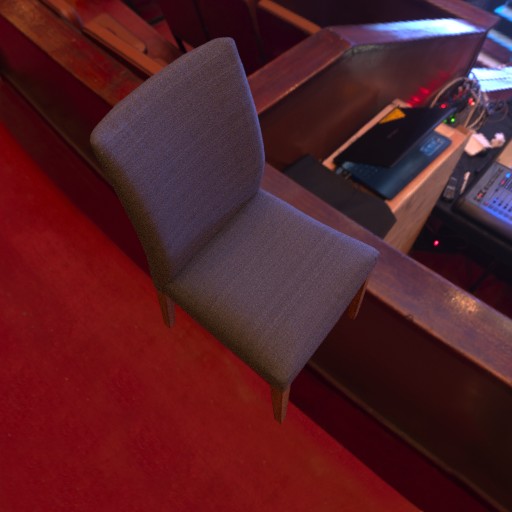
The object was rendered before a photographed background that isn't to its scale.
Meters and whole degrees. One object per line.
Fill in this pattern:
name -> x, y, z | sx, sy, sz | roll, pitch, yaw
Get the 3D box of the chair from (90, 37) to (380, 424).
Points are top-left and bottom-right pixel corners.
chair -> 0.000, 0.000, 1.265 | 0.585, 0.940, 0.496 | 33, 65, 18
